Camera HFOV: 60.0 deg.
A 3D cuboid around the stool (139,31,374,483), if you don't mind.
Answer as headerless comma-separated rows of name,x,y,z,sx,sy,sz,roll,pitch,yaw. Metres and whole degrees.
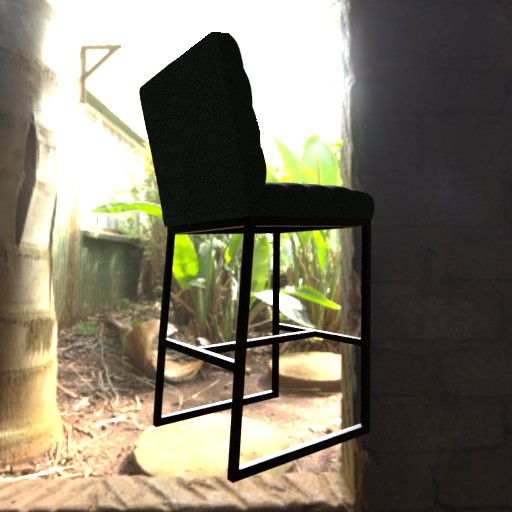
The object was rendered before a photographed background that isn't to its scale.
stool,0.000,0.000,1.326,0.560,1.040,0.460,0,0,-37
